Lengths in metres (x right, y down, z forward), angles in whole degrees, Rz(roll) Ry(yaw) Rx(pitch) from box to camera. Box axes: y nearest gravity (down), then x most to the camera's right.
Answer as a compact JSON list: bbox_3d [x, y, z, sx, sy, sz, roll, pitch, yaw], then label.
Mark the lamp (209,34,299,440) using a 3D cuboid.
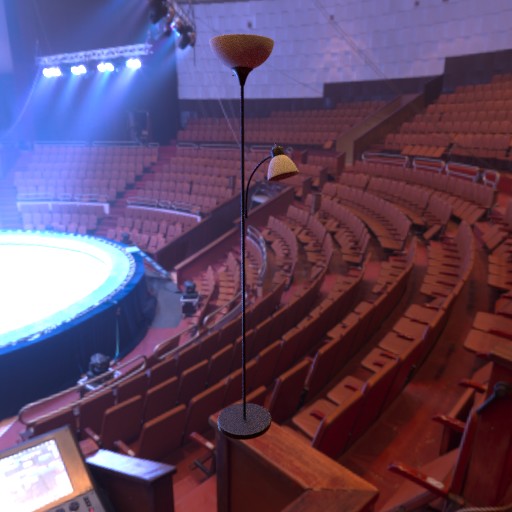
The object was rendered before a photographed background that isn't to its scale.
[{"bbox_3d":[0.000,0.000,2.002,0.279,1.804,0.442,-13,19,-42],"label":"lamp"}]
